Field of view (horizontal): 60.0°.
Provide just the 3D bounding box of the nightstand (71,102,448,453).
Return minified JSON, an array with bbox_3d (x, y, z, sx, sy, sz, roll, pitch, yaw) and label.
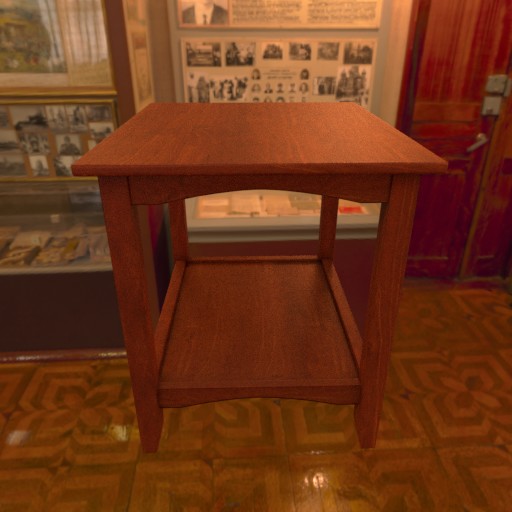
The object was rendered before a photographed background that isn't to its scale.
[{"bbox_3d":[0.000,0.000,0.960,0.501,0.558,0.558,-1,27,-1],"label":"nightstand"}]
